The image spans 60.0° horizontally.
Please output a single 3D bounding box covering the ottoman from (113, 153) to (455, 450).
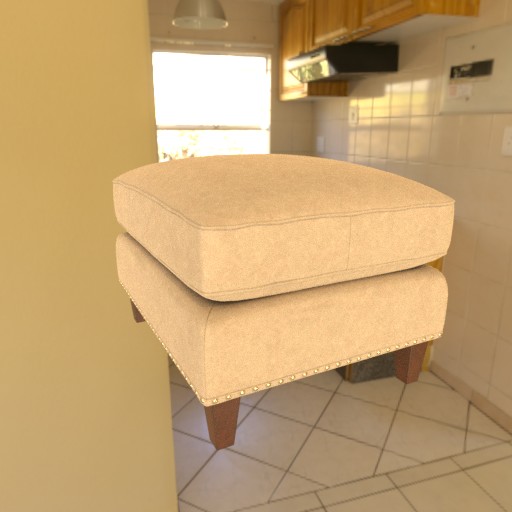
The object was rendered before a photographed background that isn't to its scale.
[{"bbox_3d":[0.000,0.000,1.149,0.584,0.513,0.741,-8,18,-26],"label":"ottoman"}]
